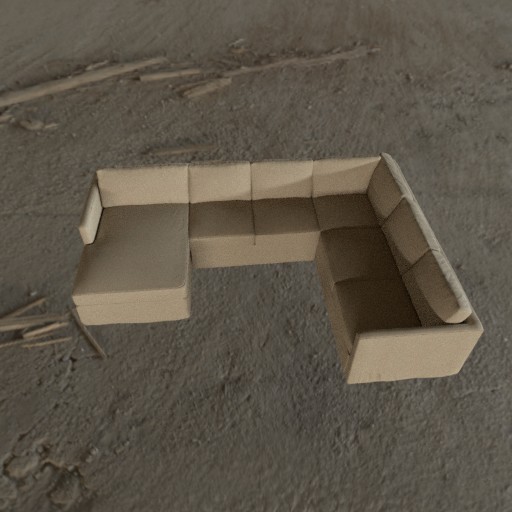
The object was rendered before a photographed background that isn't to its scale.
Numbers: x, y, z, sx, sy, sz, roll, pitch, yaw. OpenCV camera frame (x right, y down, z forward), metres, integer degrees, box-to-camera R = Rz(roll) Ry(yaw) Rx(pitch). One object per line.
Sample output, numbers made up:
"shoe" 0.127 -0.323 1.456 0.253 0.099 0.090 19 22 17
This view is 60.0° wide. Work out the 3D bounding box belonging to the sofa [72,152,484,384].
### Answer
"sofa" 0.000 0.000 4.443 3.528 0.878 2.476 -3 46 -3
